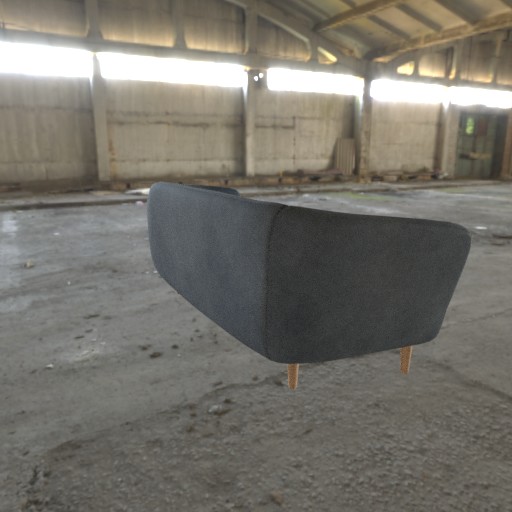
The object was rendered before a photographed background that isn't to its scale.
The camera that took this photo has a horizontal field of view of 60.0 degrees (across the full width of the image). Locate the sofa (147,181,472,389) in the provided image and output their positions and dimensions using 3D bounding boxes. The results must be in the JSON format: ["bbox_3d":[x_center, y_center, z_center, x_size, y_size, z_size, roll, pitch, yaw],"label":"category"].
[{"bbox_3d":[0.000,0.000,2.508,0.849,0.795,2.095,-7,15,-28],"label":"sofa"}]
